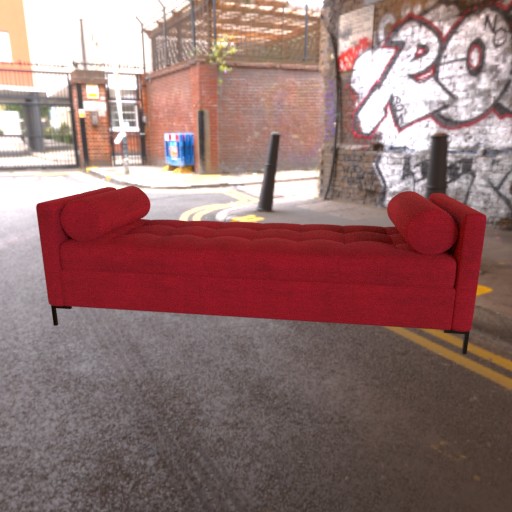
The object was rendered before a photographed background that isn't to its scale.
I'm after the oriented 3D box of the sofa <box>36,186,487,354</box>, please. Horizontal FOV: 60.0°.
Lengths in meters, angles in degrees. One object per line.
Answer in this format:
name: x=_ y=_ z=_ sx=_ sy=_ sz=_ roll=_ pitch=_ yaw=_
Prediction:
sofa: x=0.000 y=0.000 z=2.315 sx=1.981 sy=0.635 sz=0.686 roll=2 pitch=15 yaw=9
